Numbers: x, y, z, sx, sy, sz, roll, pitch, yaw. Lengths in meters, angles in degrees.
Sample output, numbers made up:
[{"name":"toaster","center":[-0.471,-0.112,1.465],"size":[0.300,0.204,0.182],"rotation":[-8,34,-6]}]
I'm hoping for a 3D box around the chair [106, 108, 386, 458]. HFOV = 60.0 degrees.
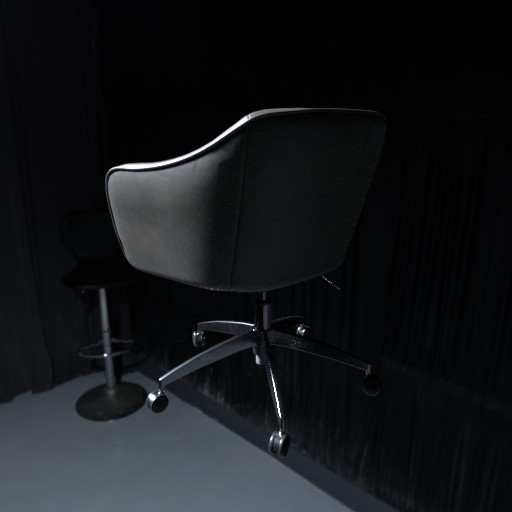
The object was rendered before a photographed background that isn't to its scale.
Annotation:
[{"name":"chair","center":[0.000,0.000,1.344],"size":[0.713,0.827,0.689],"rotation":[-15,21,-42]}]
